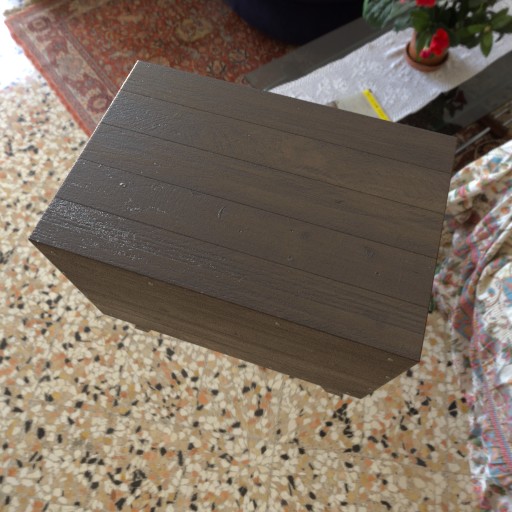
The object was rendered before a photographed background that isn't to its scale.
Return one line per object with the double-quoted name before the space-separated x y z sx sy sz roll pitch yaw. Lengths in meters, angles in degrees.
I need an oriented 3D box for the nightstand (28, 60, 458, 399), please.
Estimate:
"nightstand" 0.000 0.000 1.050 0.650 0.599 0.450 17 66 8
